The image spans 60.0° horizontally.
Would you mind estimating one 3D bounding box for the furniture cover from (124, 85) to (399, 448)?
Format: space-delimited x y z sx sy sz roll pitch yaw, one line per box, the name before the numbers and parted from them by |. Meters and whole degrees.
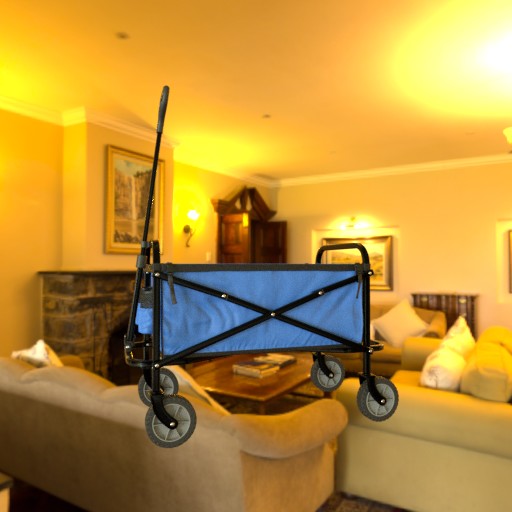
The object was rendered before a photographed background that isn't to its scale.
furniture cover | 0.000 0.000 1.825 1.038 1.295 0.532 0 -1 -18
